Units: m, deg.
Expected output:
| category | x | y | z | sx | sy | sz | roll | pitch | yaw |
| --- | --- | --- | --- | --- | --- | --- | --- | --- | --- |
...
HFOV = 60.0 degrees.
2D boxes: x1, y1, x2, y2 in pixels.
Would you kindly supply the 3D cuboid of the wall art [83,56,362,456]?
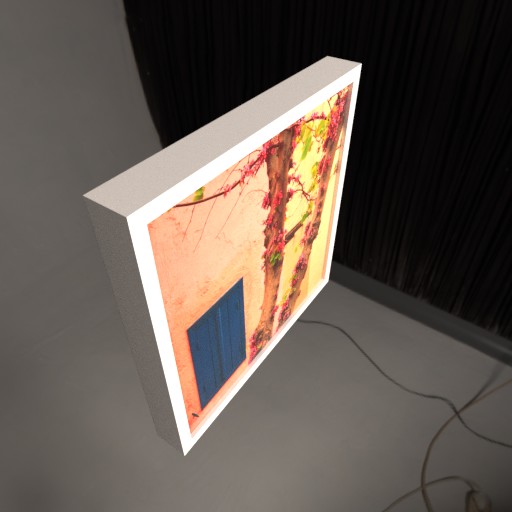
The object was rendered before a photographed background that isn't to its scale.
| category | x | y | z | sx | sy | sz | roll | pitch | yaw |
| --- | --- | --- | --- | --- | --- | --- | --- | --- | --- |
| wall art | 0.000 | 0.000 | 0.449 | 0.038 | 0.302 | 0.305 | 25 | 48 | 25 |
